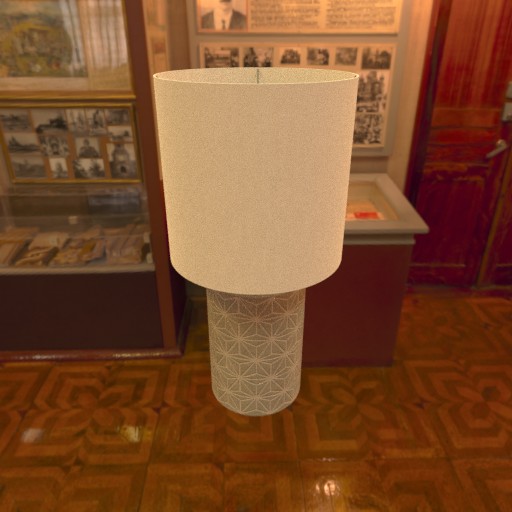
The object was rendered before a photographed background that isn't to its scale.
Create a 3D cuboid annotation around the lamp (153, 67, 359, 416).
[{"bbox_3d":[0.000,0.000,0.546,0.206,0.416,0.206,0,26,1],"label":"lamp"}]
